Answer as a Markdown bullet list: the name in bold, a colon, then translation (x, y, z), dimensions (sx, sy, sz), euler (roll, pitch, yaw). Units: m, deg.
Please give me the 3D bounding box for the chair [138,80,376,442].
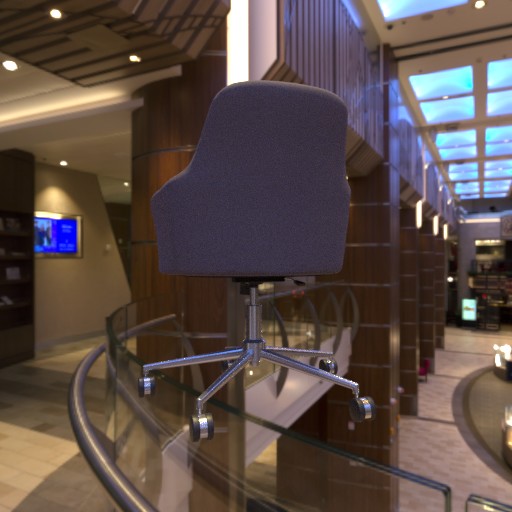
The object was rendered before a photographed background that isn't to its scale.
- **chair**: translation (0.000, 0.000, 1.301), dimensions (0.655, 0.820, 0.600), euler (0, 0, -19)
